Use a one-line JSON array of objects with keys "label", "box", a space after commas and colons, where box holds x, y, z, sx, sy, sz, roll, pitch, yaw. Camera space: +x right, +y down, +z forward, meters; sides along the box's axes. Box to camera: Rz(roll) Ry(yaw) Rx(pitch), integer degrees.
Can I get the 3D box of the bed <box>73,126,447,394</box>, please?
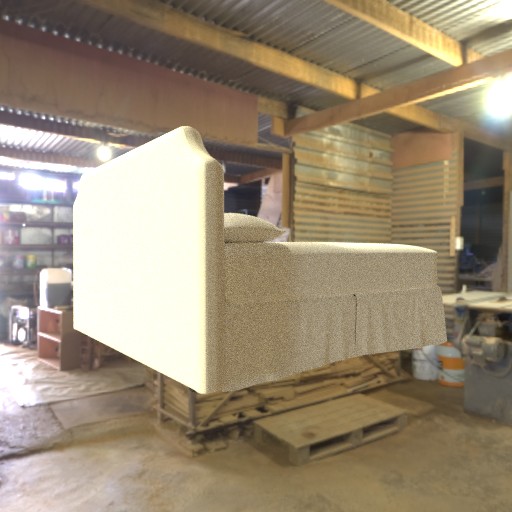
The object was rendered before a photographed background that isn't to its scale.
[{"label": "bed", "box": [0.000, 0.000, 3.481, 2.204, 1.301, 2.160, 0, 1, -37]}]
